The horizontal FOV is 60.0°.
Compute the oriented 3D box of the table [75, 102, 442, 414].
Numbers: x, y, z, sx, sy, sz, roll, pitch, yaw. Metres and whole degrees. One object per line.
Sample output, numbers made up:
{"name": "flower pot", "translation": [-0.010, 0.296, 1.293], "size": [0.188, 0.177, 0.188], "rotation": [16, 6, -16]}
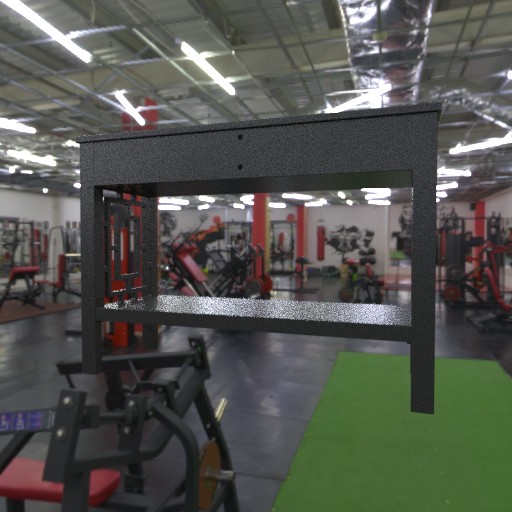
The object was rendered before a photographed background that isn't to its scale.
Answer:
{"name": "table", "translation": [0.000, 0.000, 1.421], "size": [1.068, 0.753, 0.397], "rotation": [1, 2, 19]}
